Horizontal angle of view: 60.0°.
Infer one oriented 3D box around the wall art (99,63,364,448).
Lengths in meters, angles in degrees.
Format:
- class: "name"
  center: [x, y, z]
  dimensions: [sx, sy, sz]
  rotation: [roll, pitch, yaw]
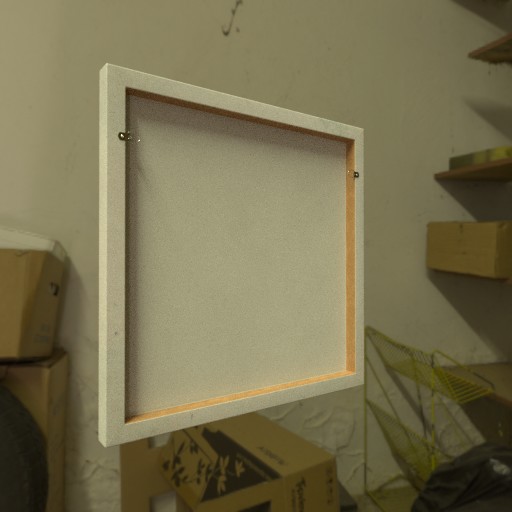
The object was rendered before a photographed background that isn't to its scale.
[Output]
- class: "wall art"
  center: [0.000, 0.000, 0.895]
  dimensions: [0.612, 0.612, 0.040]
  rotation: [0, -1, -36]
